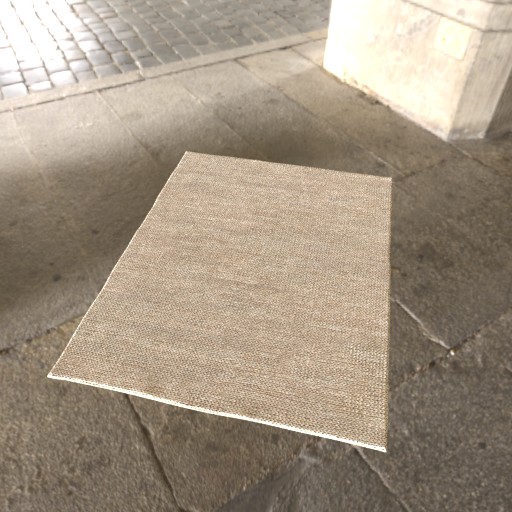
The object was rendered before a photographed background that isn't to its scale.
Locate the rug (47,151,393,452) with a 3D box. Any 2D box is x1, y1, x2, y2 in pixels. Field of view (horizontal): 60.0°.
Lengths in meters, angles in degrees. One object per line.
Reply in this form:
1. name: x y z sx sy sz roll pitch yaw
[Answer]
1. rug: 0.000 0.000 4.074 2.429 0.030 3.052 9 46 9
